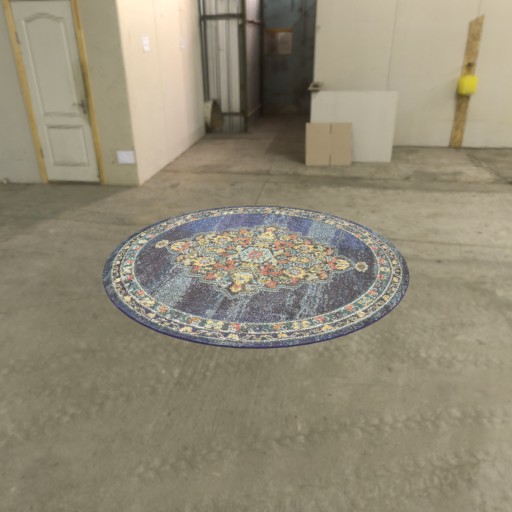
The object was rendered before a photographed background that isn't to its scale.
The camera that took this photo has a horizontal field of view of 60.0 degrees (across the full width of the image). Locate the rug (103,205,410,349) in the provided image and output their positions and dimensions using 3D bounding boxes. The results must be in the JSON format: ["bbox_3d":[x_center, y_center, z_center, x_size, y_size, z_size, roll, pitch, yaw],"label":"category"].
[{"bbox_3d":[0.000,0.000,3.607,2.386,0.014,2.386,0,26,0],"label":"rug"}]
